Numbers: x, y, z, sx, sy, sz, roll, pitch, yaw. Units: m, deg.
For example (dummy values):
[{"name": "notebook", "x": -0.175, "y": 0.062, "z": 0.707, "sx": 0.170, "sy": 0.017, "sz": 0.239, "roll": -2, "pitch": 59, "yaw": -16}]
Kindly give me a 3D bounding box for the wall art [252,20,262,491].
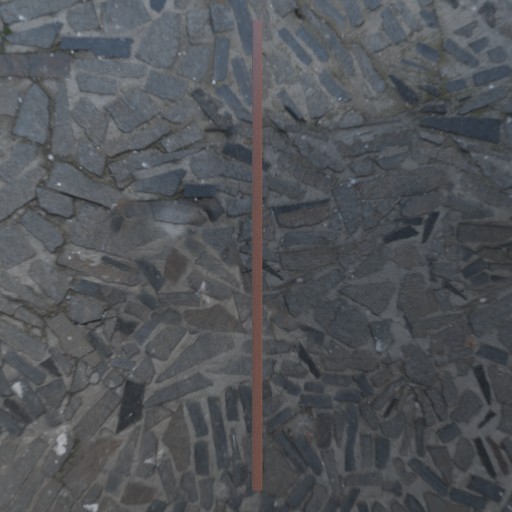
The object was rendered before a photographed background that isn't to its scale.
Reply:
[{"name": "wall art", "x": 0.000, "y": 0.000, "z": 0.849, "sx": 0.014, "sy": 0.455, "sz": 0.660, "roll": 0, "pitch": 89, "yaw": 0}]
